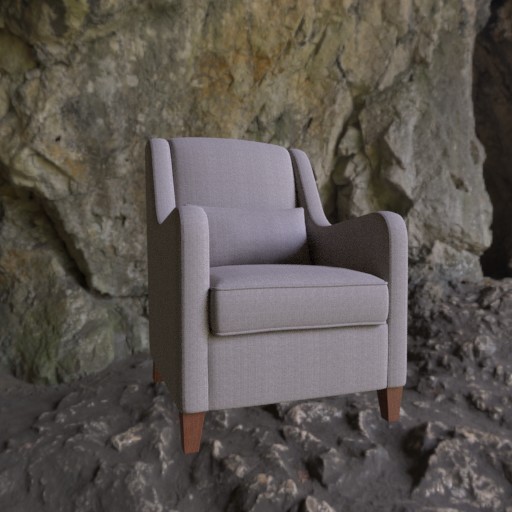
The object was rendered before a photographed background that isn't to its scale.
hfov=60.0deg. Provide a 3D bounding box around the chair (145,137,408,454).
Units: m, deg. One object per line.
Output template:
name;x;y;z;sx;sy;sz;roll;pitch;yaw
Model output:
chair;0.000;0.000;1.631;0.715;1.017;0.890;-1;2;-19
